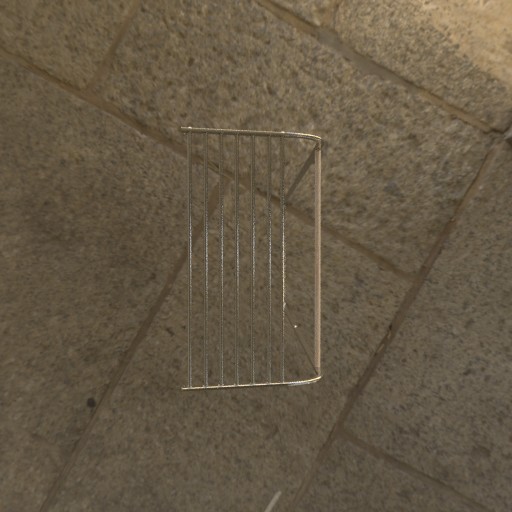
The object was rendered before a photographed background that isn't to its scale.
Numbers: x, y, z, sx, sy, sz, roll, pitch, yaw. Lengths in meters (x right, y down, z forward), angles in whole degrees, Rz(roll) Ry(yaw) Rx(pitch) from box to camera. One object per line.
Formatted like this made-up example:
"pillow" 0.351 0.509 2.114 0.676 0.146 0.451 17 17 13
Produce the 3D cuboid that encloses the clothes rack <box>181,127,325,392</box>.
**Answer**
"clothes rack" 0.000 0.000 1.795 0.349 1.574 0.609 0 91 0
